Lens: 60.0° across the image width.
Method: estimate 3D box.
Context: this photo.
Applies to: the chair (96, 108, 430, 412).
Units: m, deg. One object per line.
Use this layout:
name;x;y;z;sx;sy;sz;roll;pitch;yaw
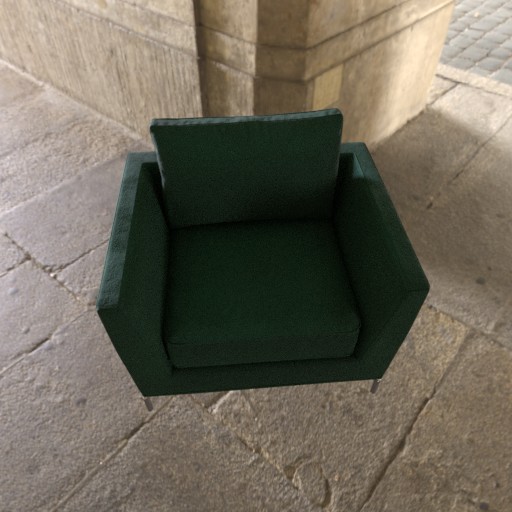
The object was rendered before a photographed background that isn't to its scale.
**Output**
chair;0.000;0.000;1.820;1.047;0.997;0.852;-3;47;-3
